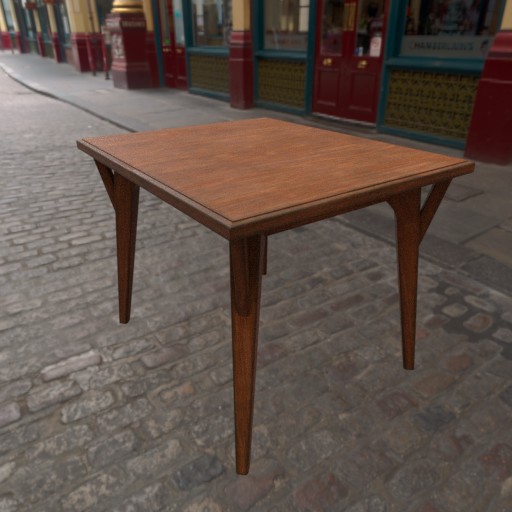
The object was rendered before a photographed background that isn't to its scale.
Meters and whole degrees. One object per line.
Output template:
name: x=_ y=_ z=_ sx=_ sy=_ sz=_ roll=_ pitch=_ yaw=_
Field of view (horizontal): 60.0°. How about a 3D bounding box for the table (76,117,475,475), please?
table: x=0.000 y=0.000 z=1.575 sx=0.838 sy=0.761 sz=0.991 roll=-18 pitch=31 yaw=-32
